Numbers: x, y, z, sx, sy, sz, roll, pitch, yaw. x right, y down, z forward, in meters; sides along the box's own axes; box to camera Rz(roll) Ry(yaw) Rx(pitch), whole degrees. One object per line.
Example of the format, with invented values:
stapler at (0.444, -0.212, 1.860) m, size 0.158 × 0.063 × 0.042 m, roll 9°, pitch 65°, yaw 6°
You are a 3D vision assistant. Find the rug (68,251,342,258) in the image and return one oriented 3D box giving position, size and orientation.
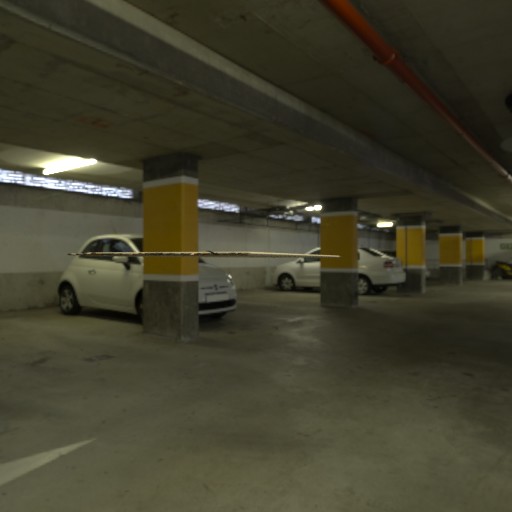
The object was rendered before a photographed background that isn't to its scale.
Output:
rug at (0.000, 0.000, 2.757) m, size 0.729 × 0.021 × 2.438 m, roll 0°, pitch 0°, yaw 19°
